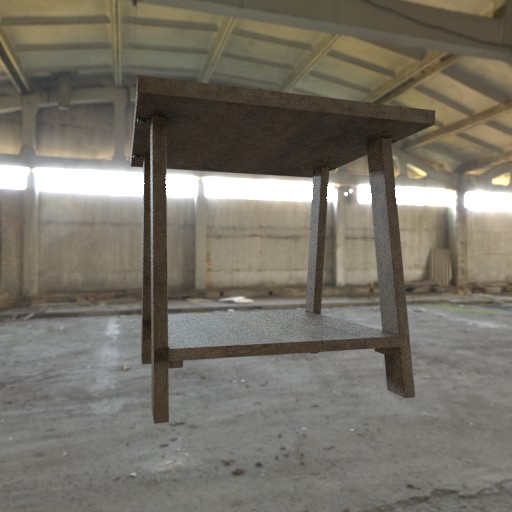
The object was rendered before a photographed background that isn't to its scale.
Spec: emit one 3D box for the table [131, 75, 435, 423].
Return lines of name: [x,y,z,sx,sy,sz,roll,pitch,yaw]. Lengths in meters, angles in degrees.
table: [0.000,0.000,1.136,0.610,0.610,0.610,0,-1,-17]
